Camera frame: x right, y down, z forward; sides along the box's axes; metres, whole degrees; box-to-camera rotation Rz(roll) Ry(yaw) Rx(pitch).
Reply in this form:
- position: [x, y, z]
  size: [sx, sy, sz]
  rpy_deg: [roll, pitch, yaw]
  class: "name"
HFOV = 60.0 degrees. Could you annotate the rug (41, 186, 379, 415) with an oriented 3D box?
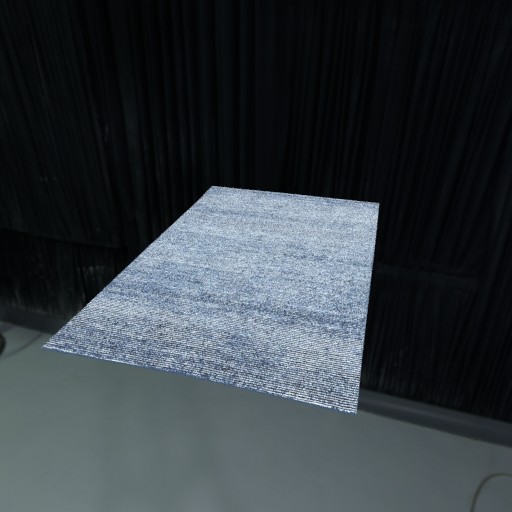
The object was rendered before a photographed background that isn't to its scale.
- position: [0.000, 0.000, 2.265]
  size: [1.159, 0.025, 1.793]
  rpy_deg: [8, 30, 14]
  class: "rug"
